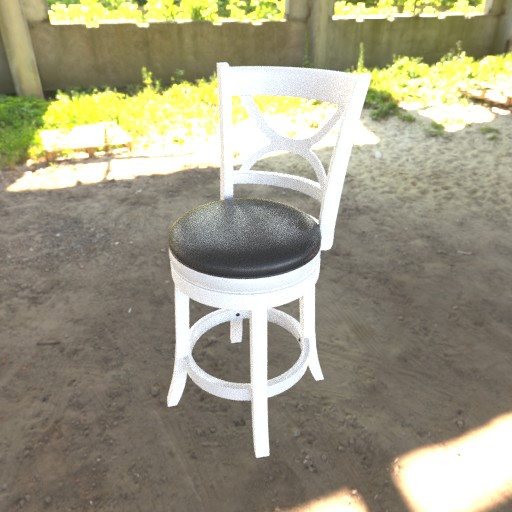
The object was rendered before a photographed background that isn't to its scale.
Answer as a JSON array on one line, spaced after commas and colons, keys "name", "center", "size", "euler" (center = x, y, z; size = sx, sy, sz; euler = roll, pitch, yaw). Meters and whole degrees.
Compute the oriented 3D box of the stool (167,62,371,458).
[{"name": "stool", "center": [0.000, 0.000, 1.246], "size": [0.444, 0.953, 0.508], "euler": [18, 34, 28]}]
